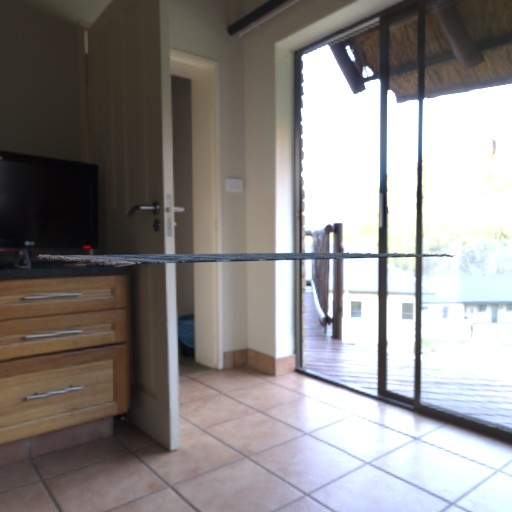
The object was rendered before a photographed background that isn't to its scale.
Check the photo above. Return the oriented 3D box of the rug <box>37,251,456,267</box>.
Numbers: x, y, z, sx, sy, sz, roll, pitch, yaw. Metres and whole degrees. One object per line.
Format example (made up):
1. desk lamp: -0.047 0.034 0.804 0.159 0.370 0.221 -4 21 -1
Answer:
1. rug: 0.000 0.000 2.363 1.936 0.028 1.181 -1 2 -37
